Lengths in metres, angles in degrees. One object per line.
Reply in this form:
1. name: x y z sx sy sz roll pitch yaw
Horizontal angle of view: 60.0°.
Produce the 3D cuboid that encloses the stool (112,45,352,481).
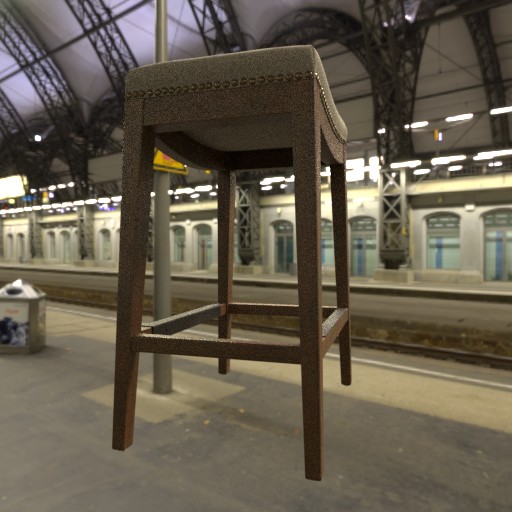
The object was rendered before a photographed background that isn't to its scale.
1. stool: 0.000 0.000 0.936 0.356 0.660 0.508 0 1 17
